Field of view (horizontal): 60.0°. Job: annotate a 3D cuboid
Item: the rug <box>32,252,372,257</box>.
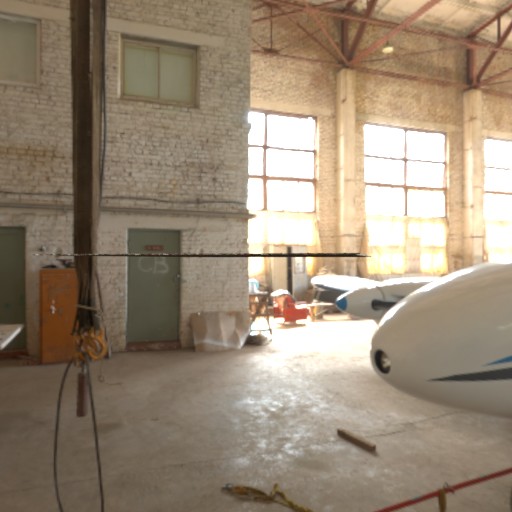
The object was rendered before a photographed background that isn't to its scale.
[{"bbox_3d":[0.000,0.000,3.055,1.524,0.011,2.438,0,0,16],"label":"rug"}]
